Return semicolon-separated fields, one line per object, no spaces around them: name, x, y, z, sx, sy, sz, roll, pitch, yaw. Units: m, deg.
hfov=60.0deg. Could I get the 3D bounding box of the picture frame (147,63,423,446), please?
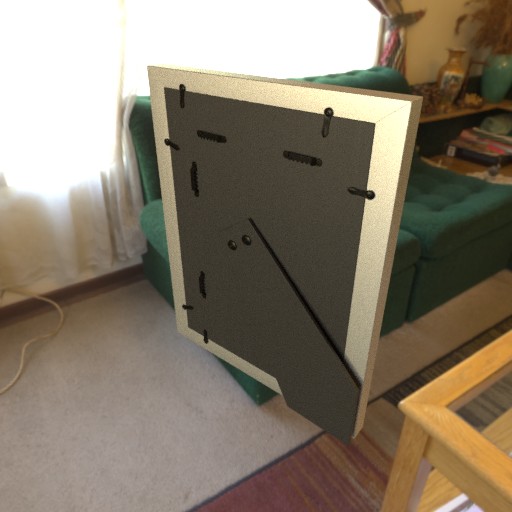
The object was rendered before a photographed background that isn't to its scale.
picture frame;0.000;0.000;0.514;0.307;0.386;0.036;22;37;33
